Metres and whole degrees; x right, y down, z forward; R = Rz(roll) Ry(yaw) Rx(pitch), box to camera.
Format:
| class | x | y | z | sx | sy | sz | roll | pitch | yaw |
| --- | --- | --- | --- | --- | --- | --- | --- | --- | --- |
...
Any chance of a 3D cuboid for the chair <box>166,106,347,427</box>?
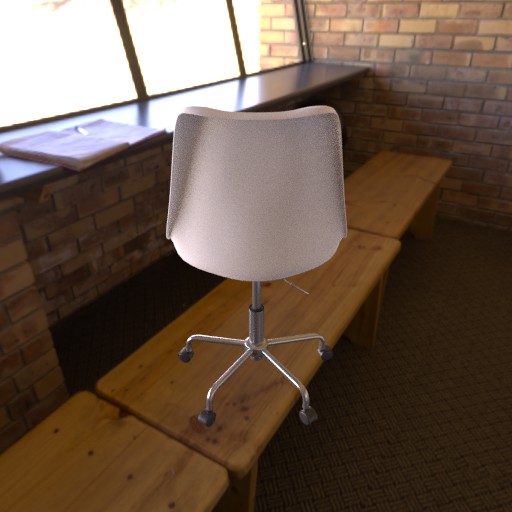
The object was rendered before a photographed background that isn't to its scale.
| class | x | y | z | sx | sy | sz | roll | pitch | yaw |
| --- | --- | --- | --- | --- | --- | --- | --- | --- | --- |
| chair | 0.000 | 0.000 | 1.290 | 0.550 | 0.930 | 0.550 | 0 | 29 | 0 |
